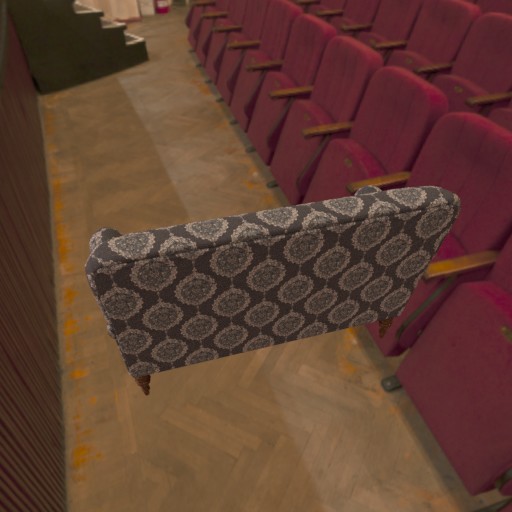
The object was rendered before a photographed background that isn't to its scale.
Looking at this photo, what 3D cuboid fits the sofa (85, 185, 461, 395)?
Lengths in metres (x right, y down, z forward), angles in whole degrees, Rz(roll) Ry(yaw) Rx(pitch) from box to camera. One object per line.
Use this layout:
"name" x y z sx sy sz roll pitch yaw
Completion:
"sofa" 0.000 0.000 1.850 1.297 0.867 0.779 -11 42 -12
